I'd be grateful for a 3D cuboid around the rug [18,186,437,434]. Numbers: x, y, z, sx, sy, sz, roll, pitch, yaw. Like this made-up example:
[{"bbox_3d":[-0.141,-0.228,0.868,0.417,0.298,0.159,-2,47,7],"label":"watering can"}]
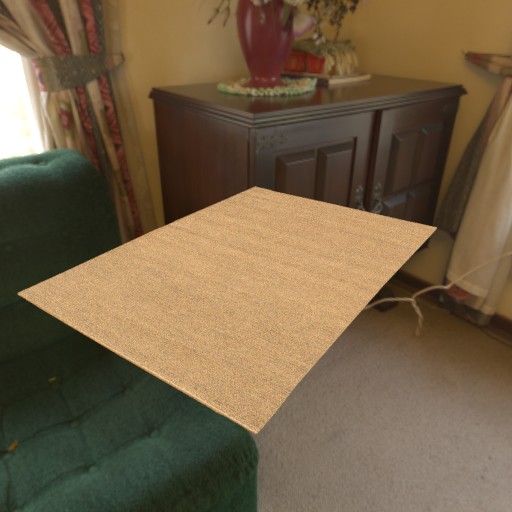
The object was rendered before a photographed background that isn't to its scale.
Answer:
[{"bbox_3d":[0.000,0.000,2.830,1.624,0.030,2.264,18,33,31],"label":"rug"}]
